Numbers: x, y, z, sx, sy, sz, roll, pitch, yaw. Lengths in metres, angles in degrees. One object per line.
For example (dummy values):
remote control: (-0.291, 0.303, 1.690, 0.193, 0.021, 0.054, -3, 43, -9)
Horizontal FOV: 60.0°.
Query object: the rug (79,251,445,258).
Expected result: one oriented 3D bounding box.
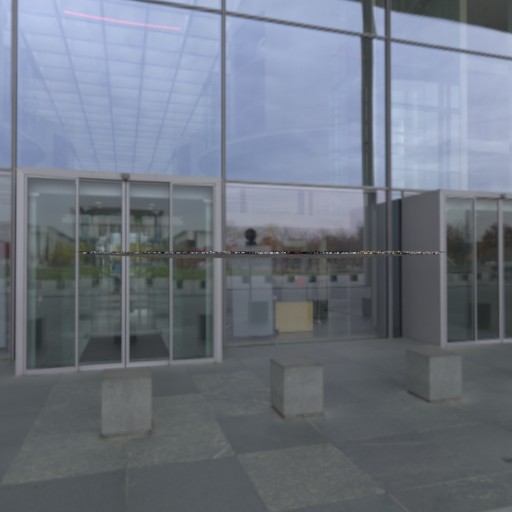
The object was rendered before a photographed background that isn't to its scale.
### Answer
rug: (0.000, 0.000, 2.302, 1.217, 0.012, 1.848, 0, -1, -2)
